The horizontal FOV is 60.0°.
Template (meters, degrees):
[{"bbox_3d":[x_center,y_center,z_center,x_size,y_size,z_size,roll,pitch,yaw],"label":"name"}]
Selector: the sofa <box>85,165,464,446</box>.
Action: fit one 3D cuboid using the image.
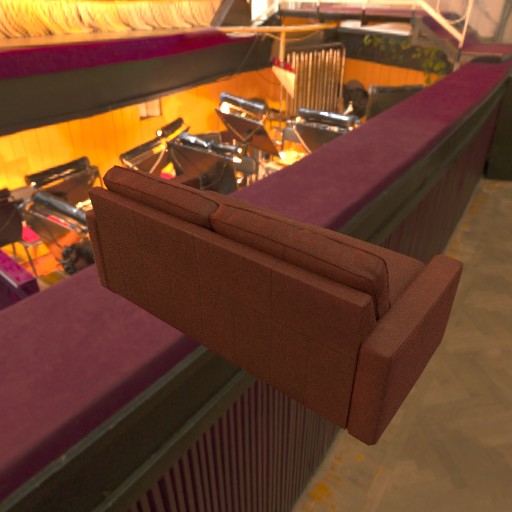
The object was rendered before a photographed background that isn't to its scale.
[{"bbox_3d":[0.000,0.000,2.599,2.080,0.919,0.940,22,38,32],"label":"sofa"}]
